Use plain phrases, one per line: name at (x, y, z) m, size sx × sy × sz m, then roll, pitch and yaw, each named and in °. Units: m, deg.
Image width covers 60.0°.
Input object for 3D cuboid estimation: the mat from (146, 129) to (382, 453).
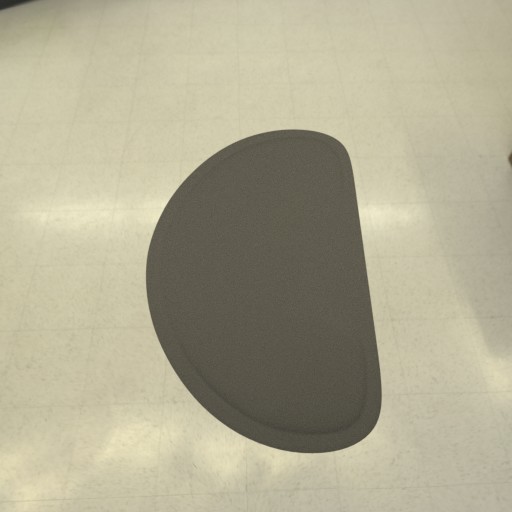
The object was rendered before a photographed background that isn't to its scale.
mat at (0.000, 0.000, 1.861) m, size 0.913 × 0.013 × 1.524 m, roll 1°, pitch 58°, yaw 0°
